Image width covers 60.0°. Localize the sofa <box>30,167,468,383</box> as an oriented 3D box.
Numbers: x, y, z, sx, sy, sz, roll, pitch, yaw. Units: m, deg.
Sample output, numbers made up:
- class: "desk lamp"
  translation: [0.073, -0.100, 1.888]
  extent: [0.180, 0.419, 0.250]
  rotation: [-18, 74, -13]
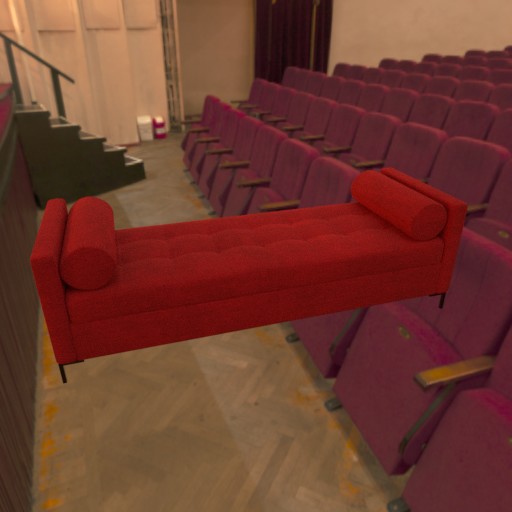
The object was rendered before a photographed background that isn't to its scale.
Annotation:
- class: "sofa"
  translation: [0.000, 0.000, 2.331]
  extent: [1.981, 0.635, 0.686]
  rotation: [-8, 28, -15]
